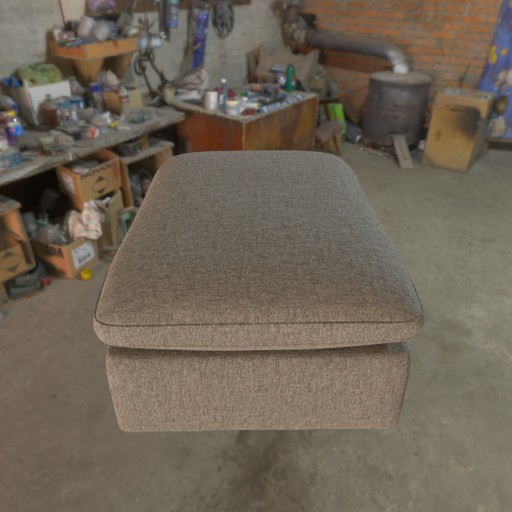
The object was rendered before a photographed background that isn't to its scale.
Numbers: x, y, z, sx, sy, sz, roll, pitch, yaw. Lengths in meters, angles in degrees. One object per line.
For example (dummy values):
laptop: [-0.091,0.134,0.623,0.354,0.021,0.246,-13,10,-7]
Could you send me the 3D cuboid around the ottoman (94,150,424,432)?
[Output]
ottoman: [0.000,0.000,1.328,0.694,0.451,0.977,0,31,-1]
